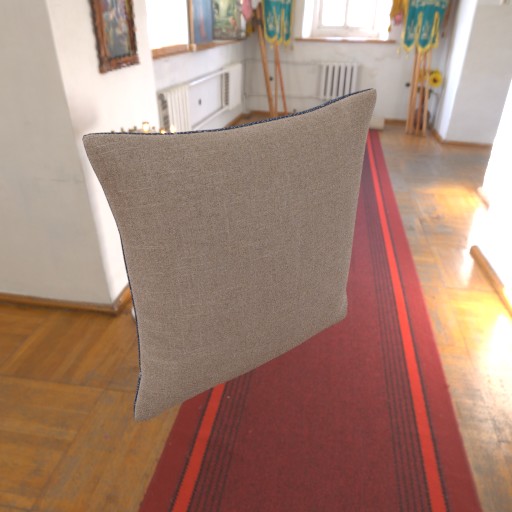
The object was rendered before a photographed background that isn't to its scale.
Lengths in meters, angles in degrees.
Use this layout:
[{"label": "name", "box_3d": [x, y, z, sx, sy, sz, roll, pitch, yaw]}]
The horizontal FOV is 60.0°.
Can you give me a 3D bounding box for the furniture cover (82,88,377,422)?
[{"label": "furniture cover", "box_3d": [0.000, 0.000, 0.769, 0.511, 0.503, 0.162, -20, 36, -30]}]
